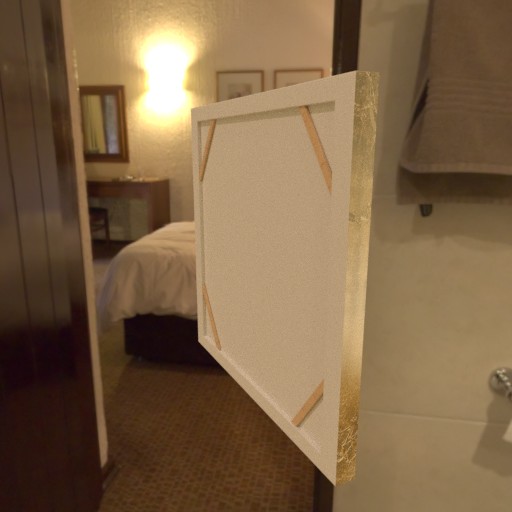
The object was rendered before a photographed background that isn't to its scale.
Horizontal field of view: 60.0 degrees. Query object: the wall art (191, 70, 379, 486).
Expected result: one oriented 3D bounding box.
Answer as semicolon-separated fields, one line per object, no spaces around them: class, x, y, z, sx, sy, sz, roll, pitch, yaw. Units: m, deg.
wall art;0.000;0.000;0.894;0.038;0.610;0.610;-7;15;-27
